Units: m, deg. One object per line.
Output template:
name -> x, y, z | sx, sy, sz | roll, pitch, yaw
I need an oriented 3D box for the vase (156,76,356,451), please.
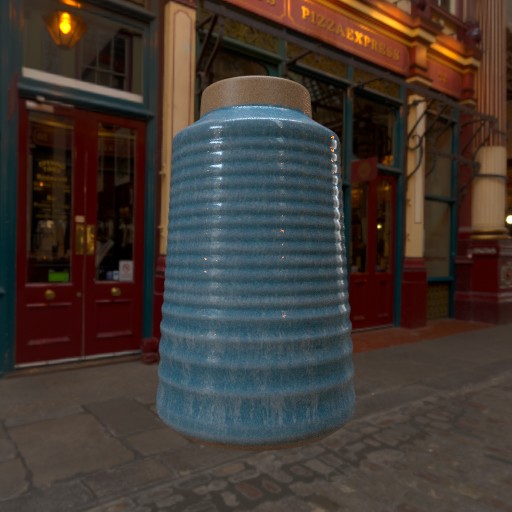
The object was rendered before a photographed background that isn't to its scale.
vase -> 0.000, 0.000, 0.372 | 0.163, 0.267, 0.163 | 0, 0, 0
